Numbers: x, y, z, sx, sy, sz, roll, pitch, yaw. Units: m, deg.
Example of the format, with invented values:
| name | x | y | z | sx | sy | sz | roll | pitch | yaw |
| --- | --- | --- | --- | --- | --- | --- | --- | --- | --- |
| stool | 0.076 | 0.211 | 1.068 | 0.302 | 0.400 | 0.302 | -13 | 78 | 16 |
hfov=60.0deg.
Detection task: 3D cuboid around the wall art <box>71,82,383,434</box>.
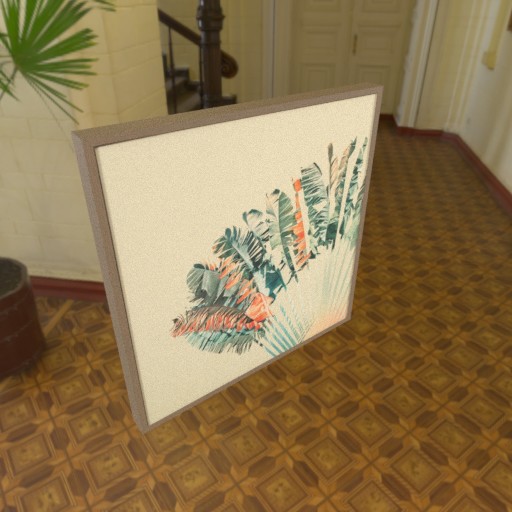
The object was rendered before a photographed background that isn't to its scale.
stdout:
| name | x | y | z | sx | sy | sz | roll | pitch | yaw |
| --- | --- | --- | --- | --- | --- | --- | --- | --- | --- |
| wall art | 0.000 | 0.000 | 0.763 | 0.508 | 0.506 | 0.038 | -21 | 37 | -31 |
